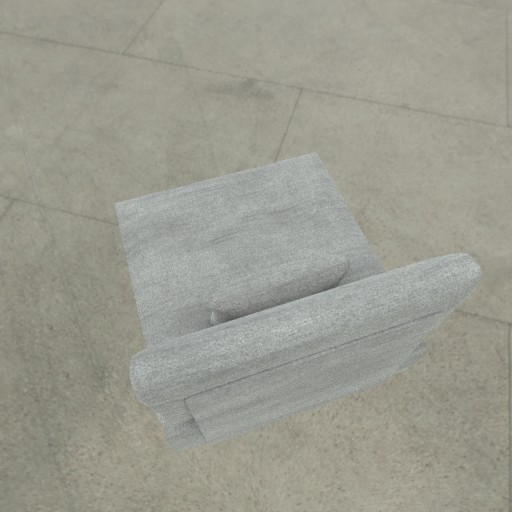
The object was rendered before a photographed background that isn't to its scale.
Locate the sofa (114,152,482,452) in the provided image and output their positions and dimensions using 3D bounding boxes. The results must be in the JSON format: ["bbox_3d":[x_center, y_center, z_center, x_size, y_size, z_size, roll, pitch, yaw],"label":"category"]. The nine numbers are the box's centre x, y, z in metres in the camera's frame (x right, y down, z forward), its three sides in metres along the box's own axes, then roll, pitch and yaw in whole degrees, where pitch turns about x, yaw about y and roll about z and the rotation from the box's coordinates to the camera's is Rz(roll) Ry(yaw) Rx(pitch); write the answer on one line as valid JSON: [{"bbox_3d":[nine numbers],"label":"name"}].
[{"bbox_3d":[0.000,0.000,1.617,0.930,0.820,1.000,-16,59,-10],"label":"sofa"}]
